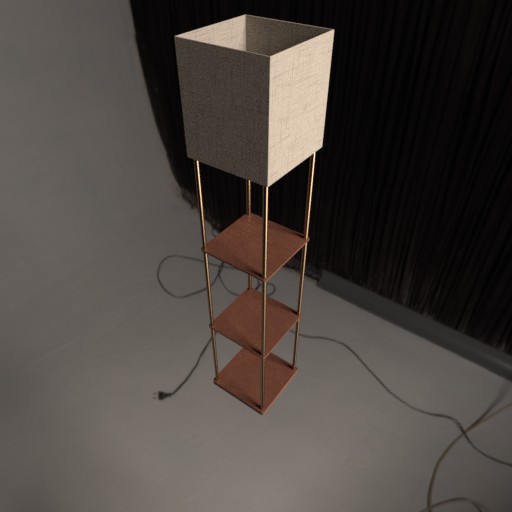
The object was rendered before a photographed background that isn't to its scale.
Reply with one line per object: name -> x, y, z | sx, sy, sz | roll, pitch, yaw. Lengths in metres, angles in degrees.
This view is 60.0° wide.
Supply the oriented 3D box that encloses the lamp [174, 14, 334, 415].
lamp -> 0.000, 0.000, 1.696 | 0.308, 1.569, 0.310 | 25, 46, 27
